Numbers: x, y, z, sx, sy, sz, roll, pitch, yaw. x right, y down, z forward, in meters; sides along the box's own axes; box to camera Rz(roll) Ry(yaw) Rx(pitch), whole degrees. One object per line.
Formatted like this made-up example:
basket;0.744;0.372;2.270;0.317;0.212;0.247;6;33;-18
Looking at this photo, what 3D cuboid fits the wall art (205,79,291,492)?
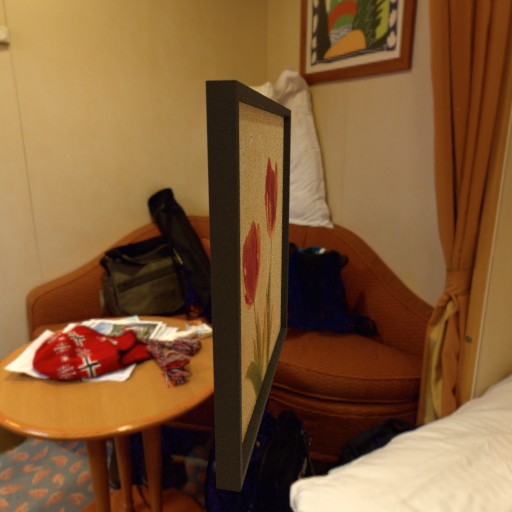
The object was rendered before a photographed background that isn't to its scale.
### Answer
wall art;0.000;0.000;0.525;0.038;0.349;0.349;3;15;10
